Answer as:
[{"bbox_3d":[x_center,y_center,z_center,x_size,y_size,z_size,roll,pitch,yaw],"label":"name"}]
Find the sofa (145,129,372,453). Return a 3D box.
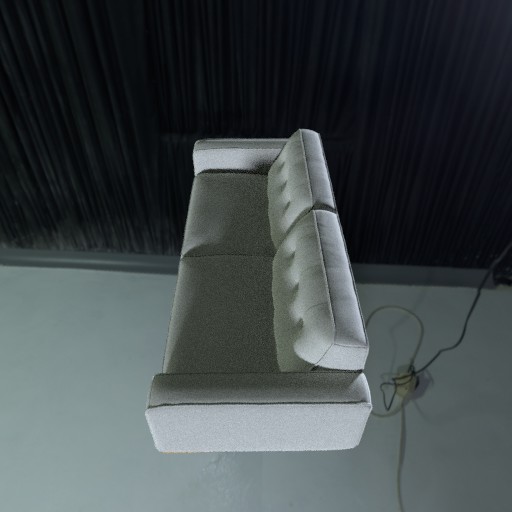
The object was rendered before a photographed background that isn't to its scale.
[{"bbox_3d":[0.000,0.000,2.742,0.956,0.781,2.270,0,43,0],"label":"sofa"}]
